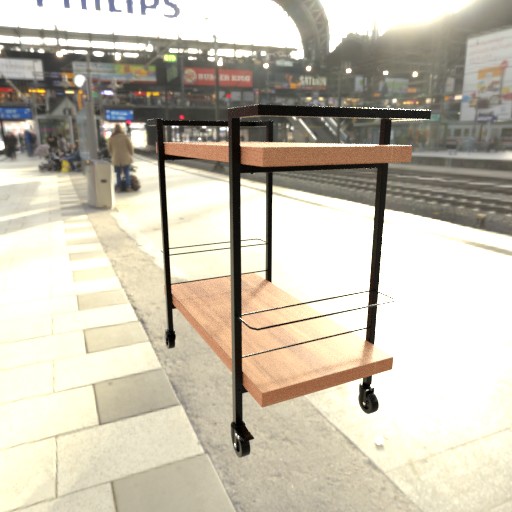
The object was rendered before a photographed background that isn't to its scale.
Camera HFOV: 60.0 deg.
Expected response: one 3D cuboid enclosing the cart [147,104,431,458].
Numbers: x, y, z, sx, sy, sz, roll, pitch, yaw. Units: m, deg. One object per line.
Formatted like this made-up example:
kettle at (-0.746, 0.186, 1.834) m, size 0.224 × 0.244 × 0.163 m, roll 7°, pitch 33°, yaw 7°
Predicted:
cart at (0.000, 0.000, 1.266) m, size 0.406 × 0.762 × 0.806 m, roll -7°, pitch 17°, yaw -25°
